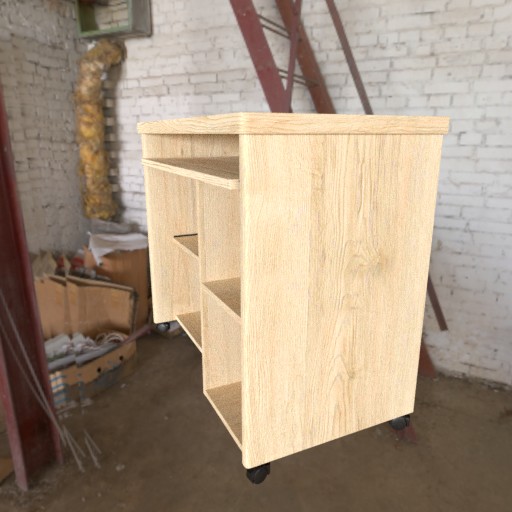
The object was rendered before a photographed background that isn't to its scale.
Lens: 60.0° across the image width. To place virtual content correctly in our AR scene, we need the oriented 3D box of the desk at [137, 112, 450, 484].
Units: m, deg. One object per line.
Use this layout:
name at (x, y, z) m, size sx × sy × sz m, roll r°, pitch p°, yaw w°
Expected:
desk at (0.000, 0.000, 1.317) m, size 0.480 × 0.770 × 0.885 m, roll -7°, pitch 17°, yaw -25°
